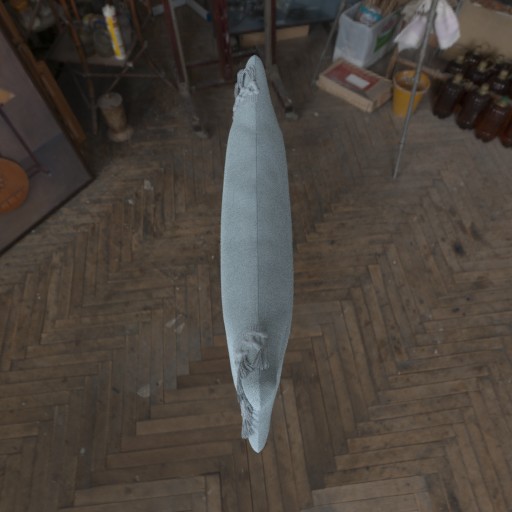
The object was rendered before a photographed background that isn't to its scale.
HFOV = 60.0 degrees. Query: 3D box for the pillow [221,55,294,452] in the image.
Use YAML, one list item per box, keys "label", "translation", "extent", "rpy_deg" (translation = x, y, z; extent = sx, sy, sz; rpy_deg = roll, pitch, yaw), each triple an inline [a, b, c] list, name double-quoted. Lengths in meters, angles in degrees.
- label: "pillow"
  translation: [0.000, 0.000, 0.606]
  extent: [0.084, 0.305, 0.466]
  rpy_deg: [0, 59, 0]
